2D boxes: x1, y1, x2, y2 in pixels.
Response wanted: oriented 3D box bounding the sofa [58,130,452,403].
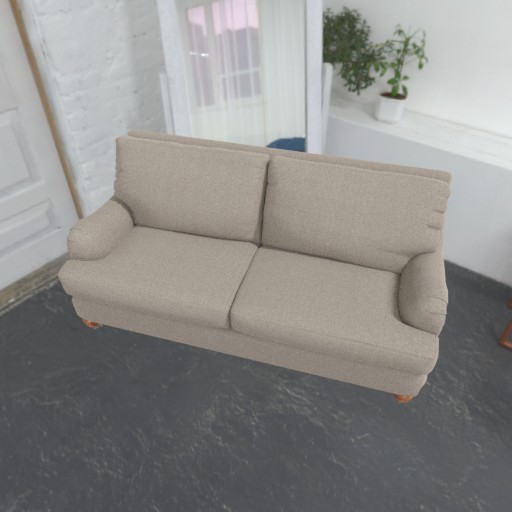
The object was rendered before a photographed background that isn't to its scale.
[{"bbox_3d":[0.000,0.000,2.731,2.160,1.054,1.087,11,42,12],"label":"sofa"}]
